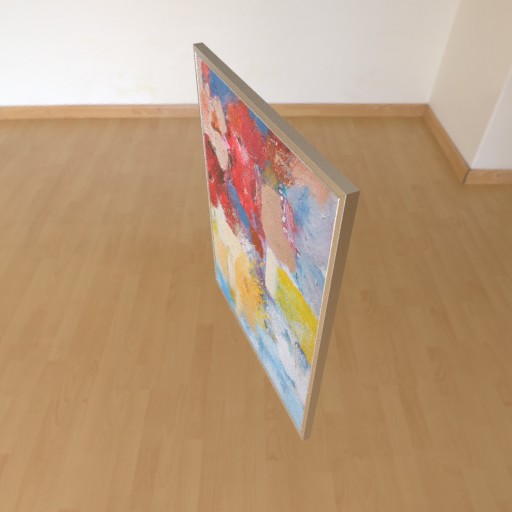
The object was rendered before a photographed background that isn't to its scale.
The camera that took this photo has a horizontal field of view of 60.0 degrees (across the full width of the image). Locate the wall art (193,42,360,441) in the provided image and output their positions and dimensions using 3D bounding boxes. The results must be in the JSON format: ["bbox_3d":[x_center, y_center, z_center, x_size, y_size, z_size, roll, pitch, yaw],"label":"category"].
[{"bbox_3d":[0.000,0.000,1.421,0.030,1.046,0.816,-18,47,-18],"label":"wall art"}]
